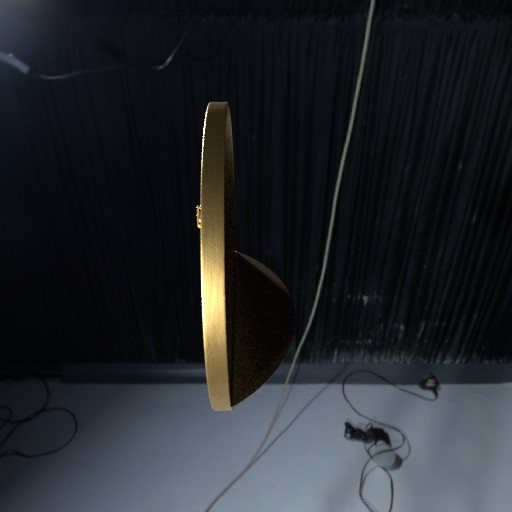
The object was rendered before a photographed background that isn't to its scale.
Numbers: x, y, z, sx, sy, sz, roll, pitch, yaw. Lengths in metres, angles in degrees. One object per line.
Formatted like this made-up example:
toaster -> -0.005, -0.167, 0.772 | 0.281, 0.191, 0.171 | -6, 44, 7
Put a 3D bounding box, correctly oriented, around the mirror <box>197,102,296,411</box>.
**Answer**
mirror -> 0.000, 0.000, 0.696 | 0.133, 0.457, 0.457 | -1, 32, -1
